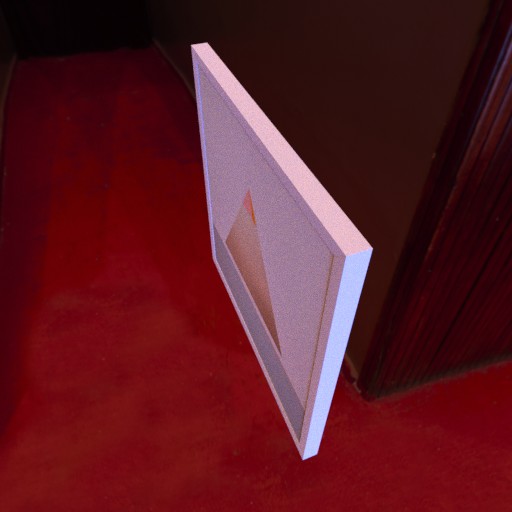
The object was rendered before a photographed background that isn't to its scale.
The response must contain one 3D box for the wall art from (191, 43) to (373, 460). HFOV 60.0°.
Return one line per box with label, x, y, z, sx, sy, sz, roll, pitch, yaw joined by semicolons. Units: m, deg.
wall art;0.000;0.000;1.122;0.041;0.765;0.768;-16;48;-15
